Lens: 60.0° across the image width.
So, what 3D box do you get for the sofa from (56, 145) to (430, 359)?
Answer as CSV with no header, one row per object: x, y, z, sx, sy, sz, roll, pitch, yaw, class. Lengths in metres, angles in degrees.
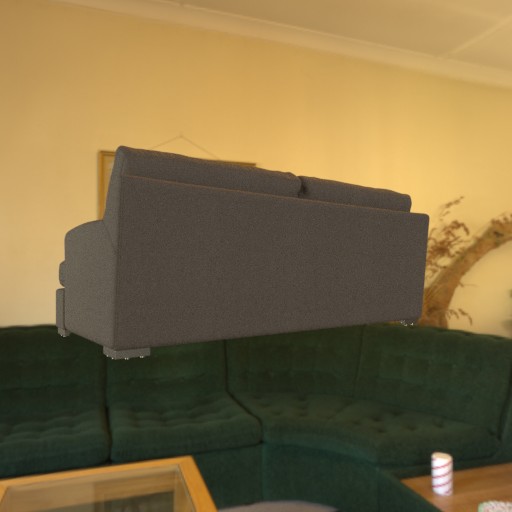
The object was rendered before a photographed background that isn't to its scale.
0.000,0.000,2.889,2.271,0.950,1.140,1,-2,-36,sofa
